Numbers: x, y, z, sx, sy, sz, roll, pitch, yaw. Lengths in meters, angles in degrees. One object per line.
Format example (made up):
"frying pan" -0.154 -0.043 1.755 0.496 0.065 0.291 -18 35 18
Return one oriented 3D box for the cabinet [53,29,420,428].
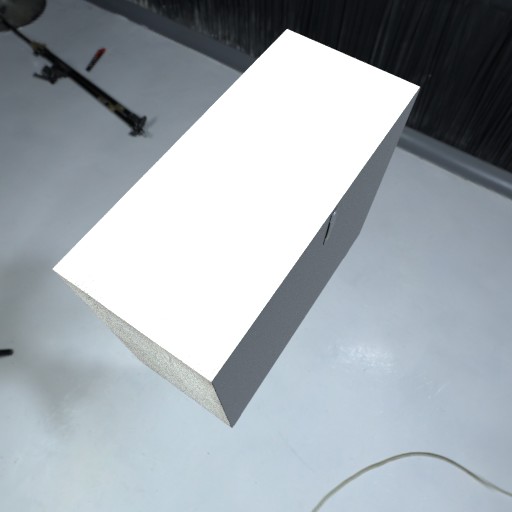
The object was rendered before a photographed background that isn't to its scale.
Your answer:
"cabinet" 0.000 0.000 1.240 0.370 0.787 0.781 31 67 15
